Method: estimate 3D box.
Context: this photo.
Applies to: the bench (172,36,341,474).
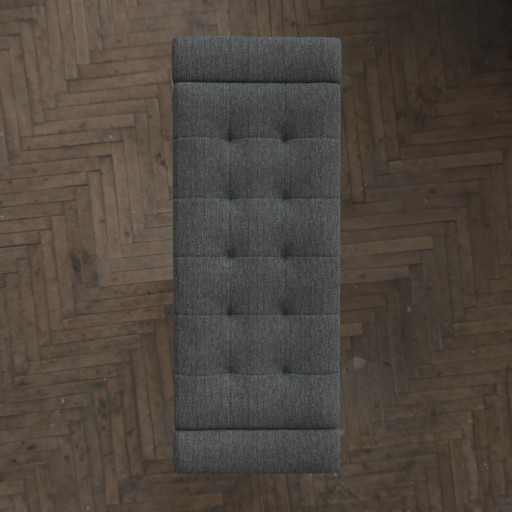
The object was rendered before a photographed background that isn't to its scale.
[{"bbox_3d":[0.000,0.000,1.512,0.508,0.445,1.296,0,91,-1],"label":"bench"}]
